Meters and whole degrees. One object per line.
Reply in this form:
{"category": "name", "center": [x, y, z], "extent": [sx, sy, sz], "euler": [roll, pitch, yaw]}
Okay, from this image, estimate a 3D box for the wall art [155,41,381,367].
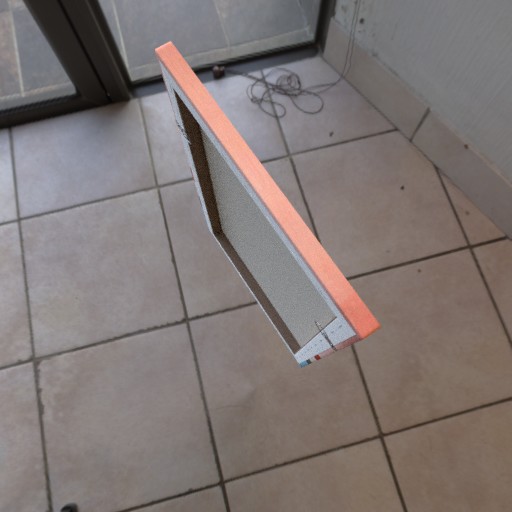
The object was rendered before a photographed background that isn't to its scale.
{"category": "wall art", "center": [0.000, 0.000, 1.155], "extent": [0.038, 0.914, 0.610], "euler": [-32, 76, -9]}
